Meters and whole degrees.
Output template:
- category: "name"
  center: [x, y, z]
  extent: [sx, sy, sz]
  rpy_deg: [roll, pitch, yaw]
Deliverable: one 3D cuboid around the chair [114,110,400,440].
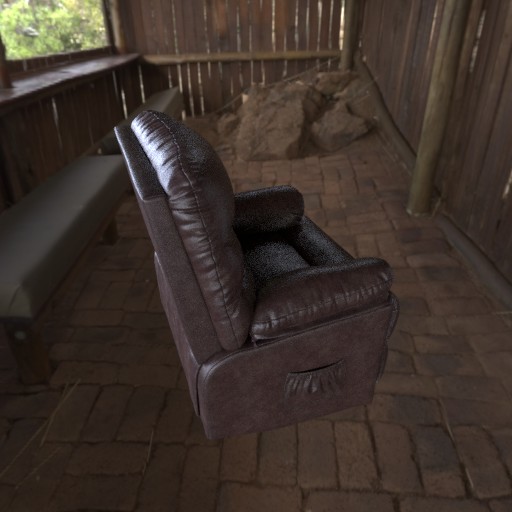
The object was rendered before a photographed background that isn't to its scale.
- category: "chair"
  center: [0.000, 0.000, 1.732]
  extent: [0.879, 1.041, 0.940]
  rpy_deg: [-10, 31, -18]
